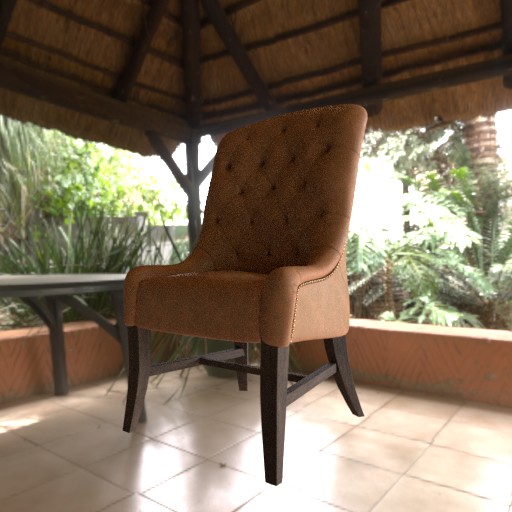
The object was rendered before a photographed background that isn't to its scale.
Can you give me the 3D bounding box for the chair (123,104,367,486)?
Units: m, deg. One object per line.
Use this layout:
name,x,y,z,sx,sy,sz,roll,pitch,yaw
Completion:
chair,0.000,0.000,1.465,0.634,1.091,0.629,0,-1,36
